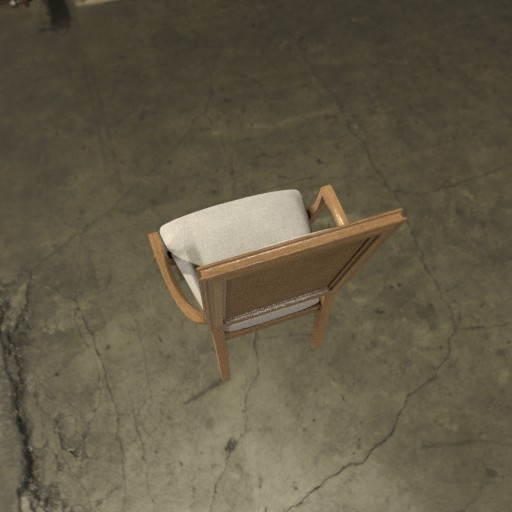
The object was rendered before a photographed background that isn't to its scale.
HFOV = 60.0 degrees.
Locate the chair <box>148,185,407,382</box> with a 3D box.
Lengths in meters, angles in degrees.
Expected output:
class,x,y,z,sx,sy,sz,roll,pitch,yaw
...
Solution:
class,x,y,z,sx,sy,sz,roll,pitch,yaw
chair,0.000,0.000,1.393,0.606,0.990,0.602,-16,60,-10
